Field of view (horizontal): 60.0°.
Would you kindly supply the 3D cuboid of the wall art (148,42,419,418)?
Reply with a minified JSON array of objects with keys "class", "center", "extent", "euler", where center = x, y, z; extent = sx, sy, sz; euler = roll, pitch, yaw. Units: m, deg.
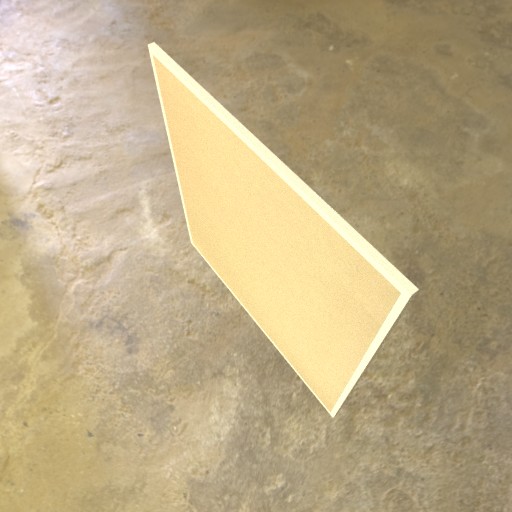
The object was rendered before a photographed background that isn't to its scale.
[{"class":"wall art","center":[0.000,0.000,0.819],"extent":[0.012,0.557,0.557],"euler":[-32,63,-19]}]
